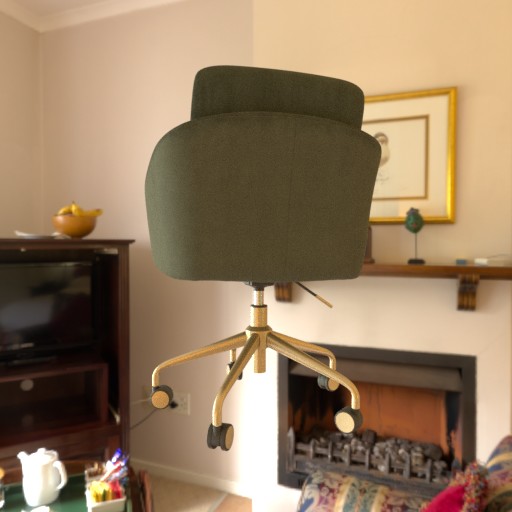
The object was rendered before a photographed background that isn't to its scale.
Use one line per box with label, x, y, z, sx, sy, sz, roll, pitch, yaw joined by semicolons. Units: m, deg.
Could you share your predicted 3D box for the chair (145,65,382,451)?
chair;0.000;0.000;1.351;0.641;0.908;0.635;0;1;-17
